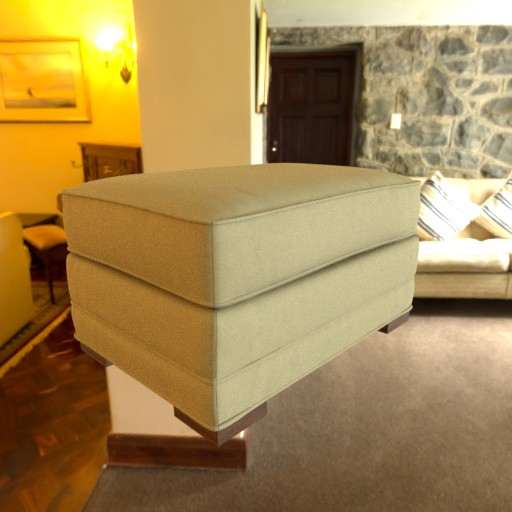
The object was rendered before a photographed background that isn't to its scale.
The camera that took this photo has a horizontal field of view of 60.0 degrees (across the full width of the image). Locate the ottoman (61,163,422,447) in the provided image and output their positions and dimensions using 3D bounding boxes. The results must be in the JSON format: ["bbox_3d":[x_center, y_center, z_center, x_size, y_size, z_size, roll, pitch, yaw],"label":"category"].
[{"bbox_3d":[0.000,0.000,1.241,0.611,0.482,0.848,15,22,42],"label":"ottoman"}]
